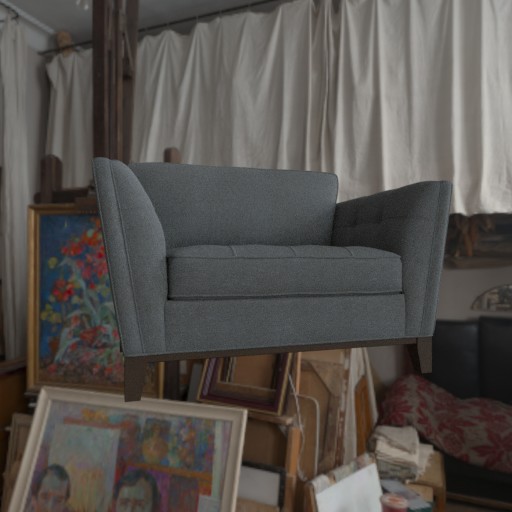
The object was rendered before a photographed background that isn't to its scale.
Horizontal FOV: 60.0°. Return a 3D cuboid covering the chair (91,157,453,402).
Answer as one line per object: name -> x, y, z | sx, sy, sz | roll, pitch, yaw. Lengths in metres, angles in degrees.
chair -> 0.000, 0.000, 2.050 | 1.396, 0.942, 0.965 | 0, 0, -18
